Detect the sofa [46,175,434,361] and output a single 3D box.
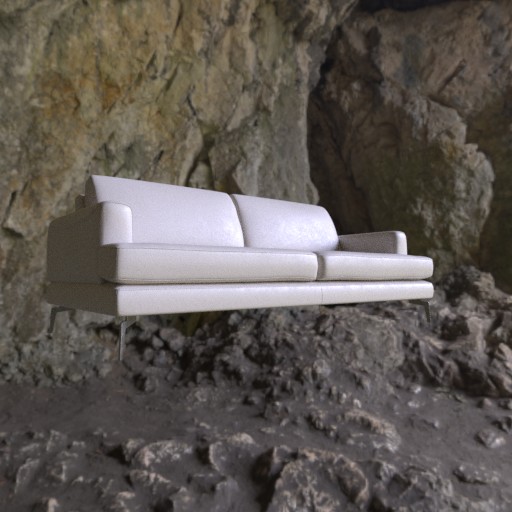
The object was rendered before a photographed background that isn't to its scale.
[{"bbox_3d":[0.000,0.000,2.403,1.940,0.765,0.974,2,-3,-38],"label":"sofa"}]
